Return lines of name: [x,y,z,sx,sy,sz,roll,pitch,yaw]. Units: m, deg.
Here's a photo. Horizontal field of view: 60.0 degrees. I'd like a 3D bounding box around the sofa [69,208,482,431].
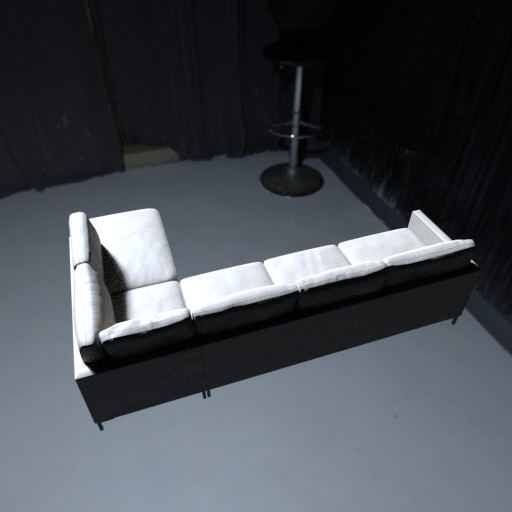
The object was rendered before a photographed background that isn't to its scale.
sofa: [0.000,0.000,4.227,3.331,0.964,2.077,-13,43,-14]
